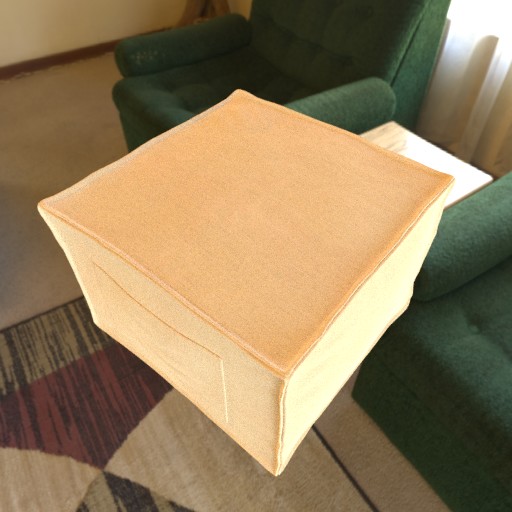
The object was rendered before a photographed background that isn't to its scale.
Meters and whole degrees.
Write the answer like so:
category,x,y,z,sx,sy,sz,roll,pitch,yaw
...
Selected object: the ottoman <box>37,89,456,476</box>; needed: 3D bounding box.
category,x,y,z,sx,sy,sz,roll,pitch,yaw
ottoman,0.000,0.000,1.144,0.707,0.470,0.696,30,54,25
